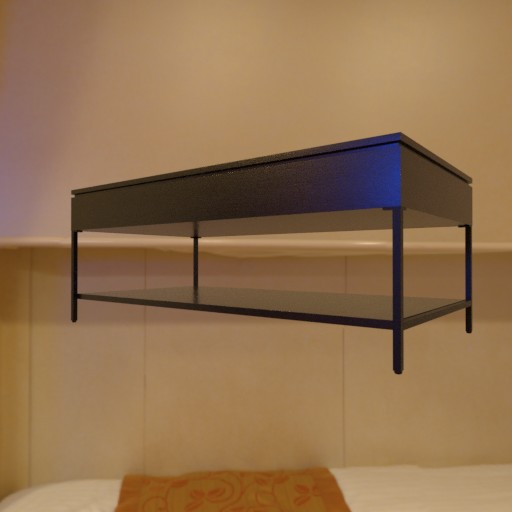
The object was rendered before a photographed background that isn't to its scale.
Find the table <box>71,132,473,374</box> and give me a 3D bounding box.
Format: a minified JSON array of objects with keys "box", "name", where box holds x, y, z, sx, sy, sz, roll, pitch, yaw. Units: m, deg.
[{"box":[0.000,0.000,1.351,1.095,0.435,0.574,0,-1,38],"name":"table"}]
